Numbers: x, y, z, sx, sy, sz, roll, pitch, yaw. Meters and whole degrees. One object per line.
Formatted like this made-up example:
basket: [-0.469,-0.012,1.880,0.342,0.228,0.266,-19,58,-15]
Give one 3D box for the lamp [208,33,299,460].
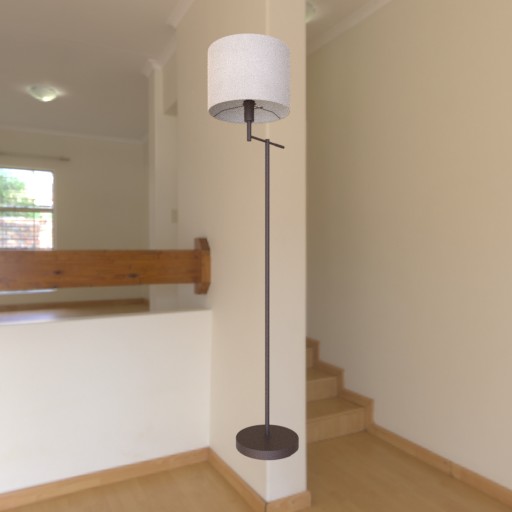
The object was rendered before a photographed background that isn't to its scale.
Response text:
lamp: [0.000,0.000,1.796,0.324,1.600,0.416,1,1,37]
